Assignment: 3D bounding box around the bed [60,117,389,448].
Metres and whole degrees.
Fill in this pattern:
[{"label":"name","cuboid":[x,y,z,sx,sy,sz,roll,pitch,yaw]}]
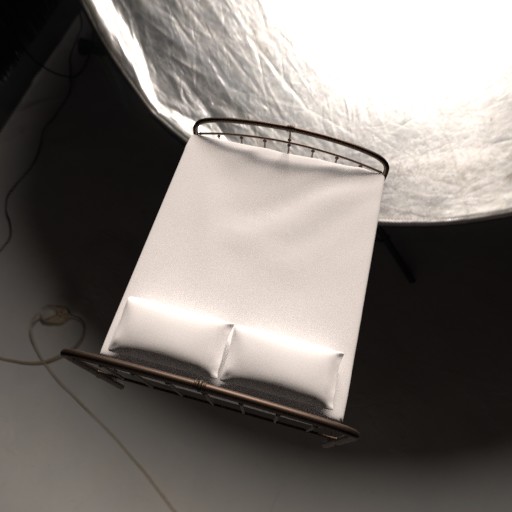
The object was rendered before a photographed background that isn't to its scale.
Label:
[{"label":"bed","cuboid":[0.000,0.000,3.221,1.711,1.425,2.180,14,66,6]}]
